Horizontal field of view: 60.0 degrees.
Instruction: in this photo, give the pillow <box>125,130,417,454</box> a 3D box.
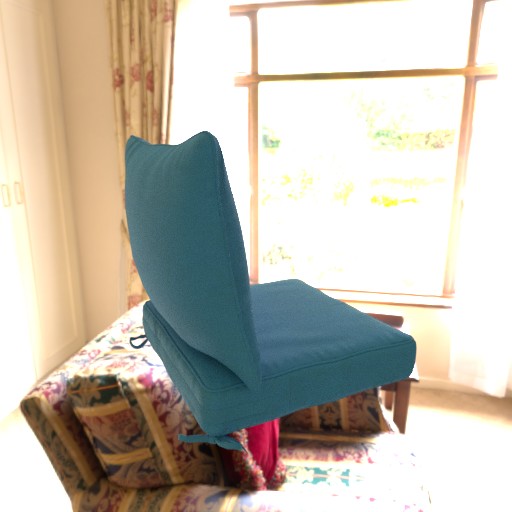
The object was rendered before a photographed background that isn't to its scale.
[{"bbox_3d":[0.000,0.000,1.363,0.733,0.725,0.798,-7,16,-26],"label":"pillow"}]
